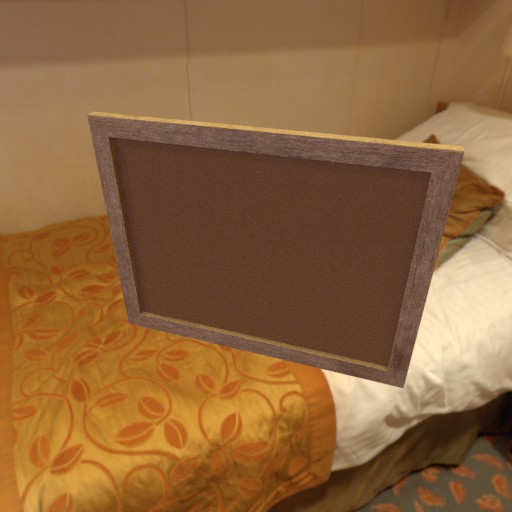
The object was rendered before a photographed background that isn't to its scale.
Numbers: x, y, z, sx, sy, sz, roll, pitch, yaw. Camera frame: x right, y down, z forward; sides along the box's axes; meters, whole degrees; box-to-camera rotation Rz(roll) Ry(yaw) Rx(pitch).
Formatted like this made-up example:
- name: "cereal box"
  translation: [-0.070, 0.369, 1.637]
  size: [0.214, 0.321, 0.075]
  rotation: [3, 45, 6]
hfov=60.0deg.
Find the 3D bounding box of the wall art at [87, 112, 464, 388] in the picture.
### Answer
- name: "wall art"
  translation: [0.000, 0.000, 0.932]
  size: [0.690, 0.535, 0.026]
  rotation: [10, 34, 15]
